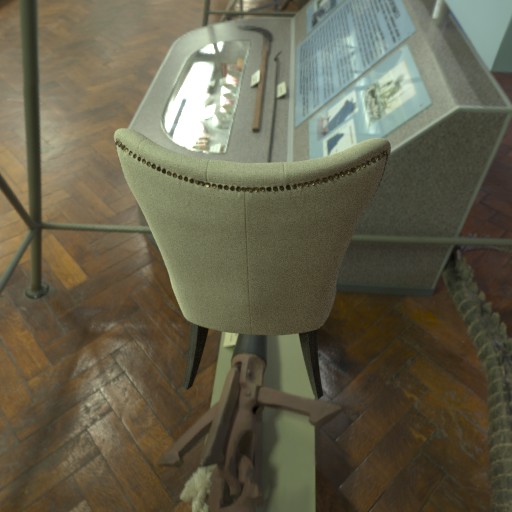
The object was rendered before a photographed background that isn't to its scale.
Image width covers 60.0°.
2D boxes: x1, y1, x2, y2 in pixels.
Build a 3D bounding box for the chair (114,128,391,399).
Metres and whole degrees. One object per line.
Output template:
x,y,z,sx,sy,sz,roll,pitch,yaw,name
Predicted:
0.000,0.000,1.395,0.584,1.065,0.590,3,46,3,chair
